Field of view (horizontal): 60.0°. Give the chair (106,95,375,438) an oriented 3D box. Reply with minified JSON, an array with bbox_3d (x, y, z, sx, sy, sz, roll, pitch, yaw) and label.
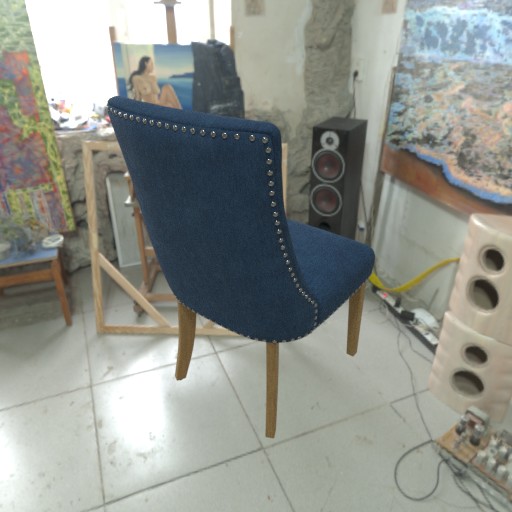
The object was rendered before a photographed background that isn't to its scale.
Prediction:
[{"bbox_3d":[0.000,0.000,1.274,0.495,0.902,0.610,21,36,33],"label":"chair"}]
